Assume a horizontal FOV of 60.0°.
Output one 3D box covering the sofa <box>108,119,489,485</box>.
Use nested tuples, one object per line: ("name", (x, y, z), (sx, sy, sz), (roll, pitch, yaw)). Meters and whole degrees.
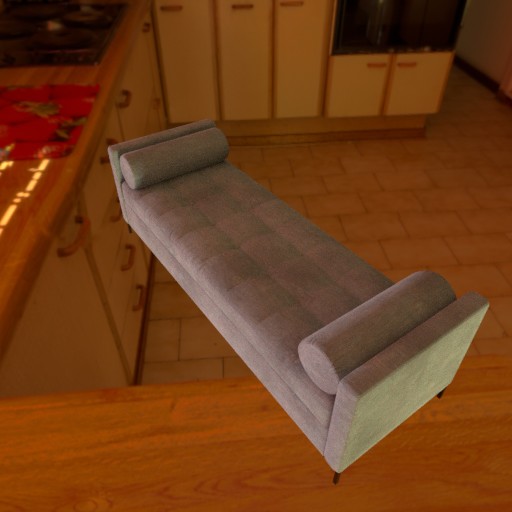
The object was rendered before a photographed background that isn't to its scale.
("sofa", (0.000, 0.000, 2.255), (0.686, 0.635, 1.981), (-25, 46, -26))
